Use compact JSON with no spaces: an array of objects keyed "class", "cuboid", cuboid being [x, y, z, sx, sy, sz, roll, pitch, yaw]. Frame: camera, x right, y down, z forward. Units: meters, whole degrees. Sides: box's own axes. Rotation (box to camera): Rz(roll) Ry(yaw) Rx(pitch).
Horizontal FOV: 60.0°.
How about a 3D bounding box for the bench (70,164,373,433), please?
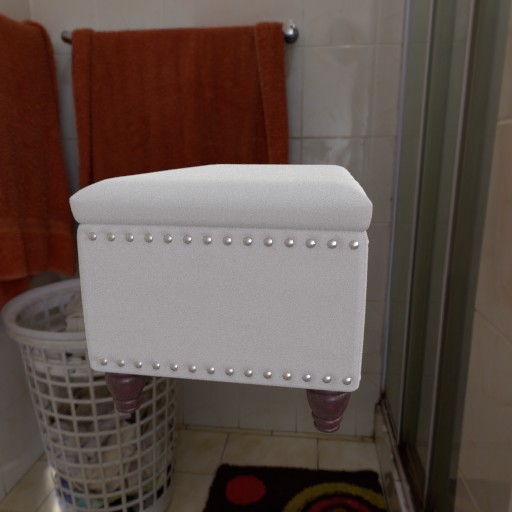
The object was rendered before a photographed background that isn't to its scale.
[{"class":"bench","cuboid":[0.000,0.000,1.173,0.500,0.449,0.887,2,14,9]}]
